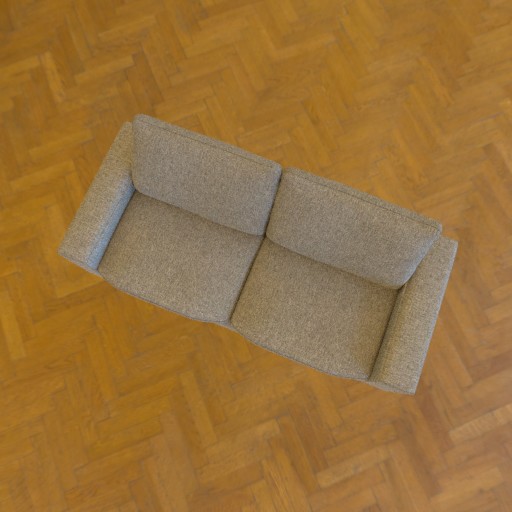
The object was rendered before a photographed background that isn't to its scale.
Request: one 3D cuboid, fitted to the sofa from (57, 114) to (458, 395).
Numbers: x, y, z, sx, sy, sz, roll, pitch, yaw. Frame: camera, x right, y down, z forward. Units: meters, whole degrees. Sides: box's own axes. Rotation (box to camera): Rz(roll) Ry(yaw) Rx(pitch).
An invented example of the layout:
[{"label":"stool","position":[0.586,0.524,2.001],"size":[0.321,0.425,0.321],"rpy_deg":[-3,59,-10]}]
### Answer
[{"label":"sofa","position":[0.000,0.000,2.824],"size":[2.299,0.922,1.040],"rpy_deg":[21,76,5]}]
